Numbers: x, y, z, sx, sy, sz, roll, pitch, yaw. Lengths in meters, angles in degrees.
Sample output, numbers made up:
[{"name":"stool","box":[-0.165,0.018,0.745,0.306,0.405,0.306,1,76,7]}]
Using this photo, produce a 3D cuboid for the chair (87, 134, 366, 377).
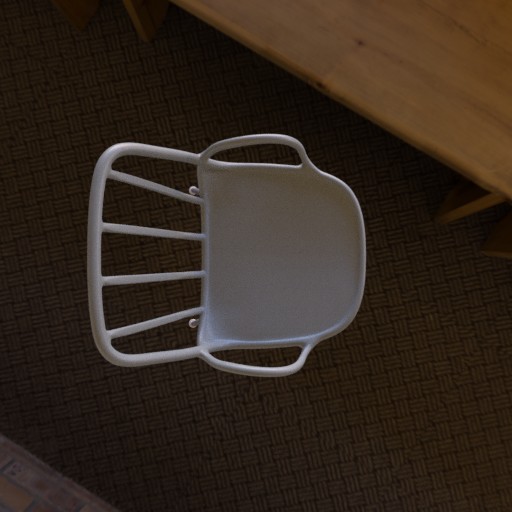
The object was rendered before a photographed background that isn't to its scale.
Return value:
[{"name":"chair","box":[0.000,0.000,1.197,0.597,0.816,0.549,0,90,1]}]
